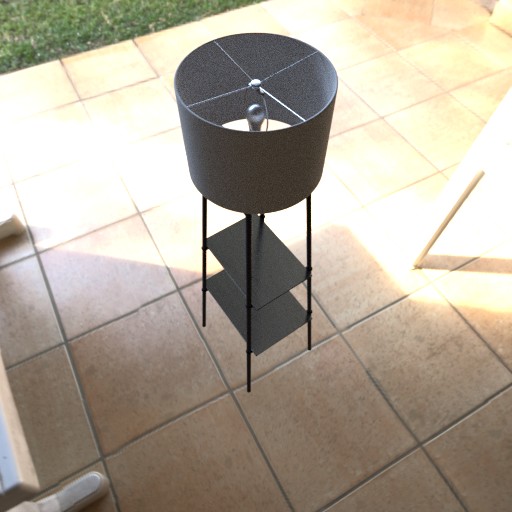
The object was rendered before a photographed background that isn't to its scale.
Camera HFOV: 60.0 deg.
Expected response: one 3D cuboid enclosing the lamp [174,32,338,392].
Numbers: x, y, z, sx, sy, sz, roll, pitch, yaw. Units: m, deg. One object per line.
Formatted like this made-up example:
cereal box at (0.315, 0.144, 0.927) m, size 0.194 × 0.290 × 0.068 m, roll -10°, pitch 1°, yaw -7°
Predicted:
lamp at (0.000, 0.000, 1.628) m, size 0.384 × 1.474 × 0.427 m, roll -30°, pitch 61°, yaw -19°
